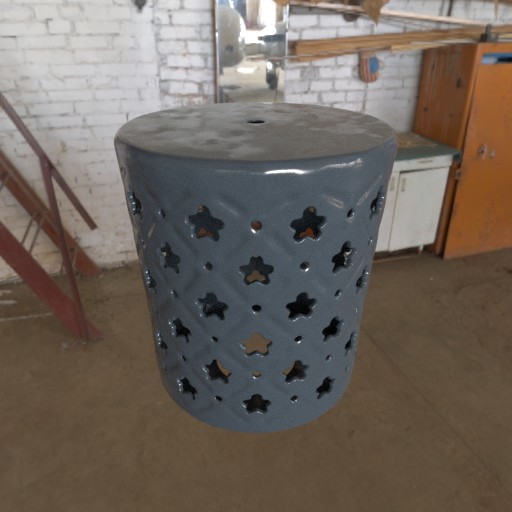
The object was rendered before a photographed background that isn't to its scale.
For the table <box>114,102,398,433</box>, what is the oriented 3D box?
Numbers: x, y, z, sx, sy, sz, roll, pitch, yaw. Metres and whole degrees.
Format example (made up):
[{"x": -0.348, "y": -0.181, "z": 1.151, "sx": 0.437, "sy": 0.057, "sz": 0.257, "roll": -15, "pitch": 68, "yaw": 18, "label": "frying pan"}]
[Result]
[{"x": 0.000, "y": 0.000, "z": 0.653, "sx": 0.352, "sy": 0.387, "sz": 0.352, "roll": 0, "pitch": 28, "yaw": 0, "label": "table"}]
